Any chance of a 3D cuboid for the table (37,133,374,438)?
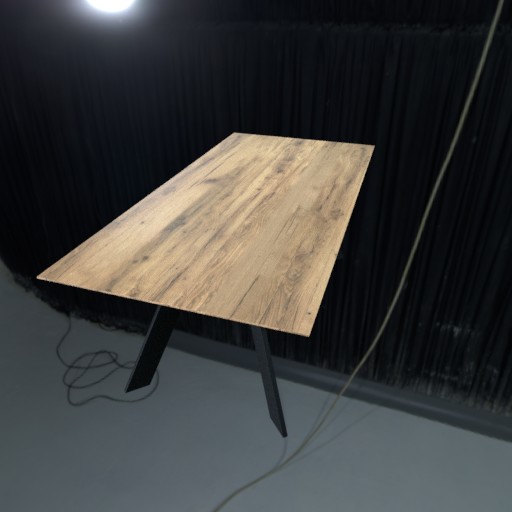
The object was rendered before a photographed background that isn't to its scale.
[{"bbox_3d":[0.000,0.000,2.473,1.000,0.770,2.000,10,32,16],"label":"table"}]
